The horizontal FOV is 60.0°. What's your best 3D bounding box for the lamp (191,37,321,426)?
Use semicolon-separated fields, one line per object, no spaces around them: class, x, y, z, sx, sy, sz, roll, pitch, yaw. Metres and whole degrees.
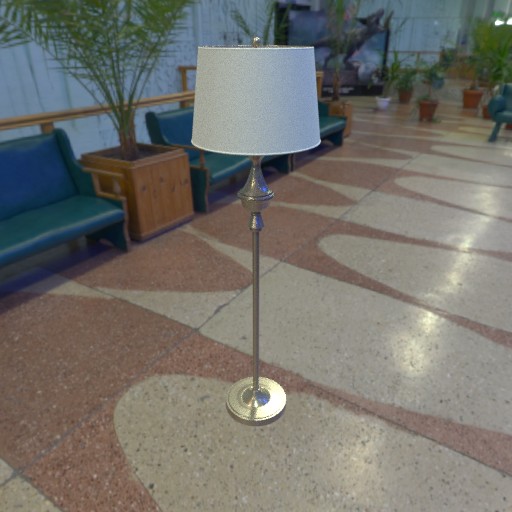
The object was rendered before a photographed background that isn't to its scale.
lamp;0.000;0.000;1.680;0.431;1.488;0.431;0;26;0
